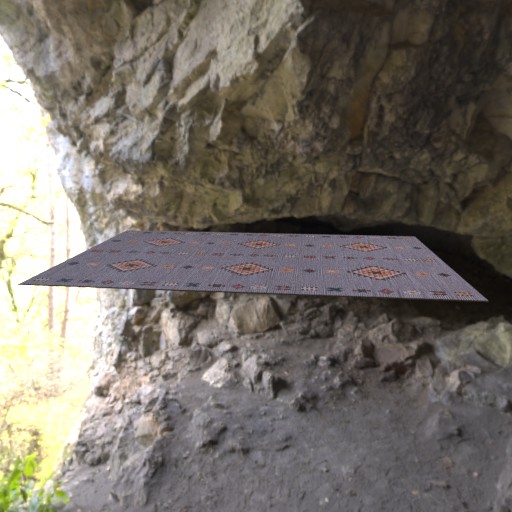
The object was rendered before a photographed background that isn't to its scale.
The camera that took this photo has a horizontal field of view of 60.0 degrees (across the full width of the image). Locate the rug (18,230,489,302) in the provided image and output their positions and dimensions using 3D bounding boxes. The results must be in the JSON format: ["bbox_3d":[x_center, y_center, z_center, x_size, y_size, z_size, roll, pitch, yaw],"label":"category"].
[{"bbox_3d":[0.000,0.000,2.997,2.427,0.007,1.515,2,15,6],"label":"rug"}]
